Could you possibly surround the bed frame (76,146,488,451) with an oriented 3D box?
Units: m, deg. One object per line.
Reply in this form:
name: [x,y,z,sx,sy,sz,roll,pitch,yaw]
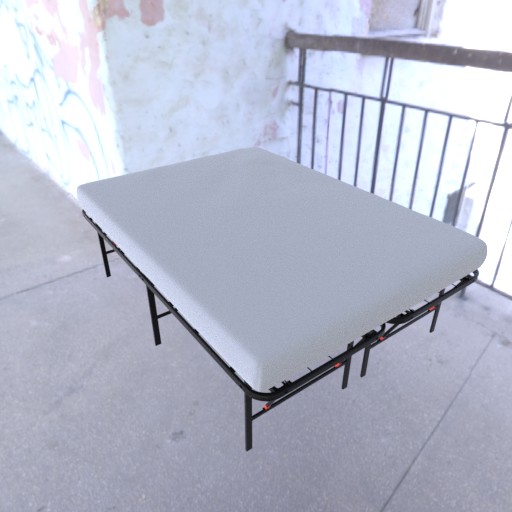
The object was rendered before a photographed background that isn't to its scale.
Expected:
bed frame: [0.000,0.000,2.522,1.372,0.637,1.905,-21,37,-31]
